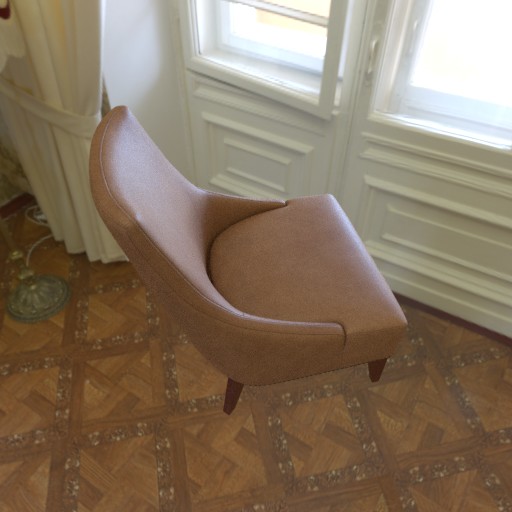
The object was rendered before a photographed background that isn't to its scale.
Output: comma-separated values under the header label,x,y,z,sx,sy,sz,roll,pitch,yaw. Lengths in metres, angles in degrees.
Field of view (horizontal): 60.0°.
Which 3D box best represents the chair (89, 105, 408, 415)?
label,x,y,z,sx,sy,sz,roll,pitch,yaw
chair,0.000,0.000,1.488,0.861,0.909,0.701,-10,47,-10
